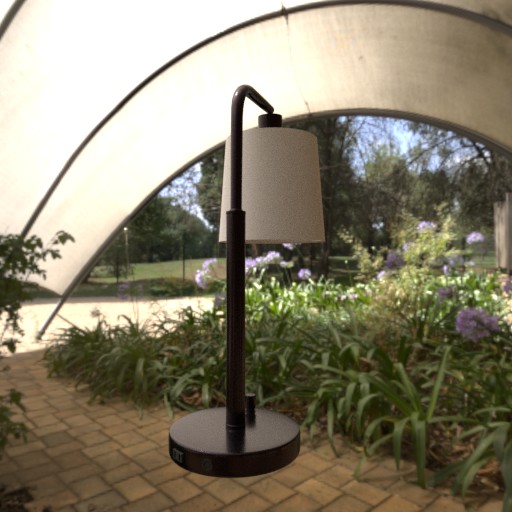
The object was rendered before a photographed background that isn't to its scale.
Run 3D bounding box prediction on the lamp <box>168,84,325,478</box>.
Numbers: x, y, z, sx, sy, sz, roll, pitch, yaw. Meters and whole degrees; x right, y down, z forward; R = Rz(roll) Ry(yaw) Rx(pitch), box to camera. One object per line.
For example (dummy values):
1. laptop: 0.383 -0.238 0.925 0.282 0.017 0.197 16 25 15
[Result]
1. lamp: 0.000 0.000 0.644 0.171 0.489 0.333 0 -1 19
